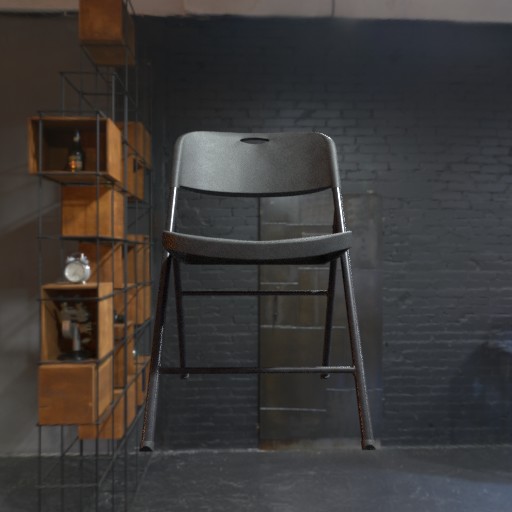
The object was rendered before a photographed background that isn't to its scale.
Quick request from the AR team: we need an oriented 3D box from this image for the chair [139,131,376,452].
[{"bbox_3d":[0.000,0.000,1.195,0.494,0.810,0.566,0,0,-1],"label":"chair"}]
